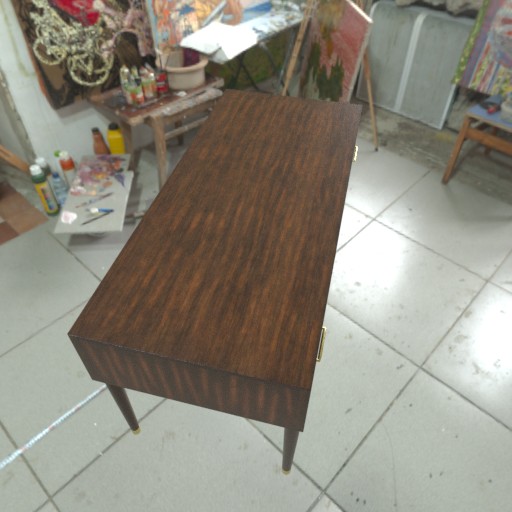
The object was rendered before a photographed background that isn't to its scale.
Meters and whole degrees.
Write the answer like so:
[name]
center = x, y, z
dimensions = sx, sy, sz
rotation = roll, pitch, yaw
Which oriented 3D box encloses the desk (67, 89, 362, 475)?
[desk]
center = 0.000, 0.000, 2.018
dimensions = 0.724, 0.762, 1.575
rotation = 10, 47, 10
